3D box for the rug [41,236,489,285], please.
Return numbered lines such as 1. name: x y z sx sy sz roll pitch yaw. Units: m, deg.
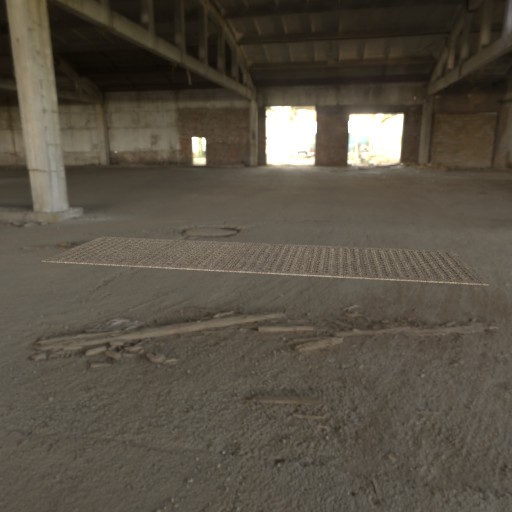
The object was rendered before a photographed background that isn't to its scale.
1. rug: 0.000 0.000 2.710 2.443 0.009 0.706 3 14 10
